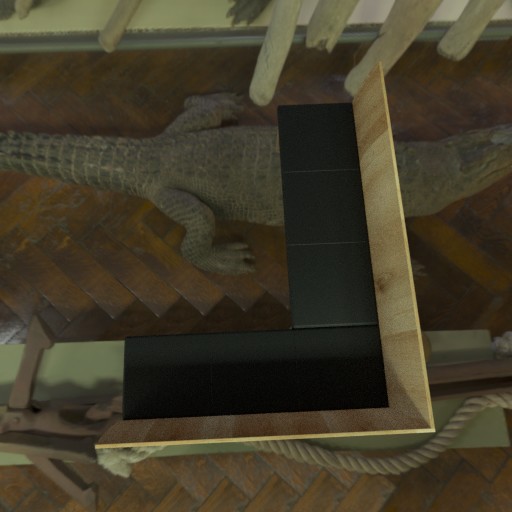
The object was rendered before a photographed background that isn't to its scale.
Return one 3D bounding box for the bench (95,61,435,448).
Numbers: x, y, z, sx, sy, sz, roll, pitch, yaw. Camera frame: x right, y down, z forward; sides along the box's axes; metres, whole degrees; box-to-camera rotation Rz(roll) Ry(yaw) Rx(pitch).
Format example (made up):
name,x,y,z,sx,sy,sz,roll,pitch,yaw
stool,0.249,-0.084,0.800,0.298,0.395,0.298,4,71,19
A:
name,x,y,z,sx,sy,sz,roll,pitch,yaw
bench,0.000,0.000,2.656,1.495,0.930,1.945,-2,74,-1
